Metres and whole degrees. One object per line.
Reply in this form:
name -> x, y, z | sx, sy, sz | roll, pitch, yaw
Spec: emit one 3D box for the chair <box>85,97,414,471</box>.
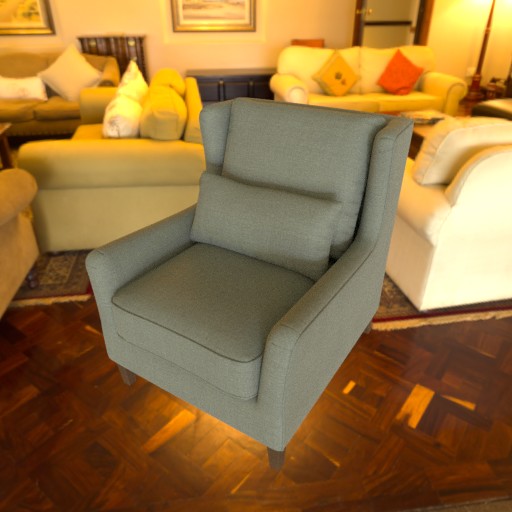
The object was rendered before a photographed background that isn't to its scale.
chair -> 0.000, 0.000, 1.779 | 0.866, 1.056, 1.040 | 18, 34, 28
